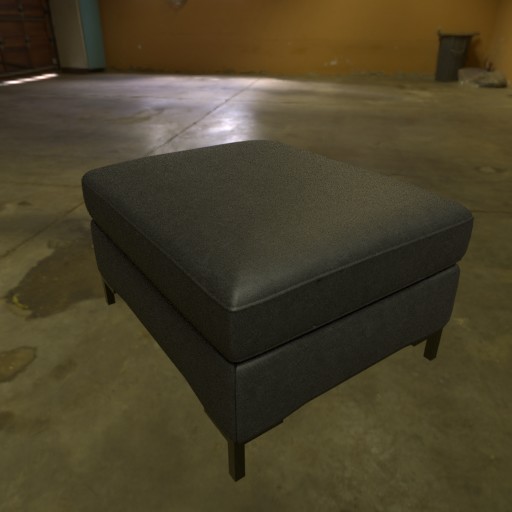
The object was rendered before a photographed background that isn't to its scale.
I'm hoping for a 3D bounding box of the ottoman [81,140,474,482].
[{"bbox_3d":[0.000,0.000,1.755,0.967,0.696,1.187,-18,33,-30],"label":"ottoman"}]
